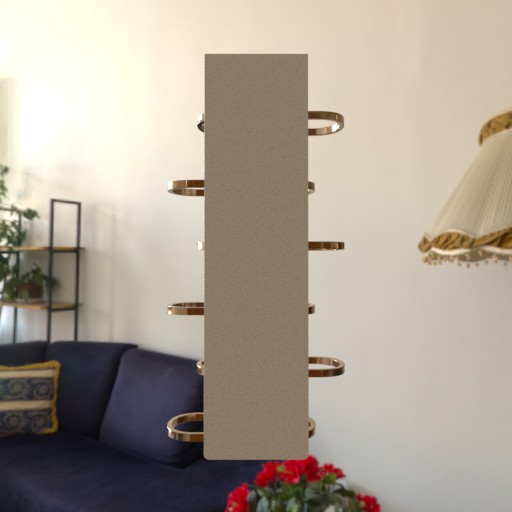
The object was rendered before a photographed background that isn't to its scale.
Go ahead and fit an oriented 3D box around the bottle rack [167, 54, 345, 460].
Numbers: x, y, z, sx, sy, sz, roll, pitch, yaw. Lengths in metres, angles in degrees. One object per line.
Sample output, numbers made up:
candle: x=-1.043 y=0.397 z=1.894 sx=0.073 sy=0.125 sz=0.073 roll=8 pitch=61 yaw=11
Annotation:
bottle rack: x=0.000 y=0.000 z=0.833 sx=0.332 sy=0.709 sz=0.118 roll=0 pitch=-1 yaw=0
